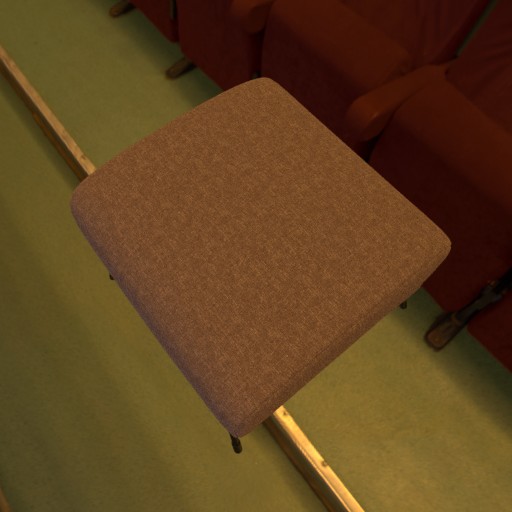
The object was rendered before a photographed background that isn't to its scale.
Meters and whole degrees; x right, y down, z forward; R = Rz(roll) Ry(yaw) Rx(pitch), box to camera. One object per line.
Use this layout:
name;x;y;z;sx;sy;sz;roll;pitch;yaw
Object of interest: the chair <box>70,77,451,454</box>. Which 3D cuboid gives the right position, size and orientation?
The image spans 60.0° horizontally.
chair;0.000;0.000;0.915;0.530;0.410;0.530;-36;70;-15
